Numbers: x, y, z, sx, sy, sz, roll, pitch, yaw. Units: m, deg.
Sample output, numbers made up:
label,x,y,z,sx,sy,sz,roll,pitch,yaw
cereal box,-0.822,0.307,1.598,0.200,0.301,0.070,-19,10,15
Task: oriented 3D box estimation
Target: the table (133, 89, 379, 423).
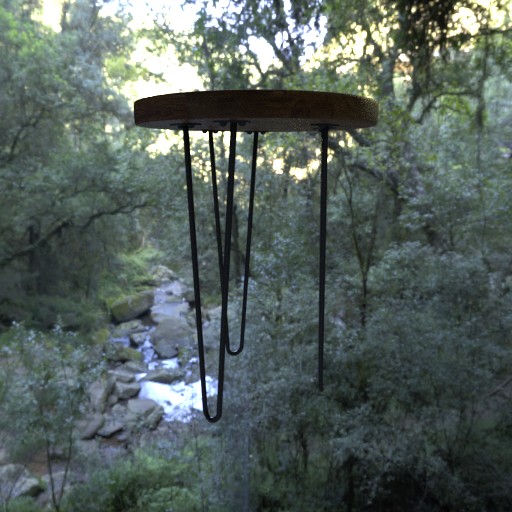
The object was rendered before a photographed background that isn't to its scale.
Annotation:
label,x,y,z,sx,sy,sz,roll,pitch,yaw
table,0.000,0.000,0.805,0.400,0.520,0.400,0,13,0
